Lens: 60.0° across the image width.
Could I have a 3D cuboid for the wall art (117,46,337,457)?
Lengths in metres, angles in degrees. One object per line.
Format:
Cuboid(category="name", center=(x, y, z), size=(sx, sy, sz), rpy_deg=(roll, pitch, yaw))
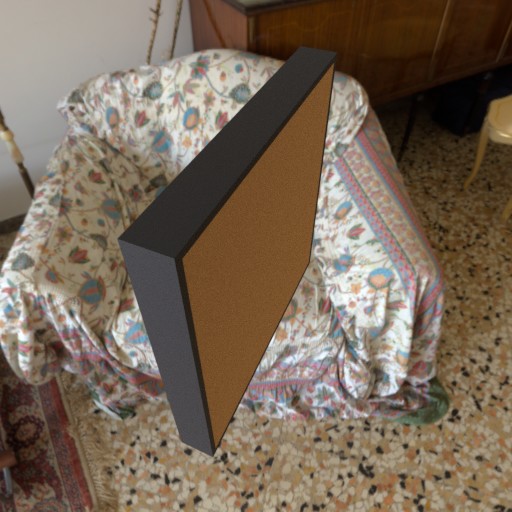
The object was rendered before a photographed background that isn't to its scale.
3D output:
Cuboid(category="wall art", center=(0.000, 0.000, 0.455), size=(0.038, 0.304, 0.304), rpy_deg=(18, 49, 16))
